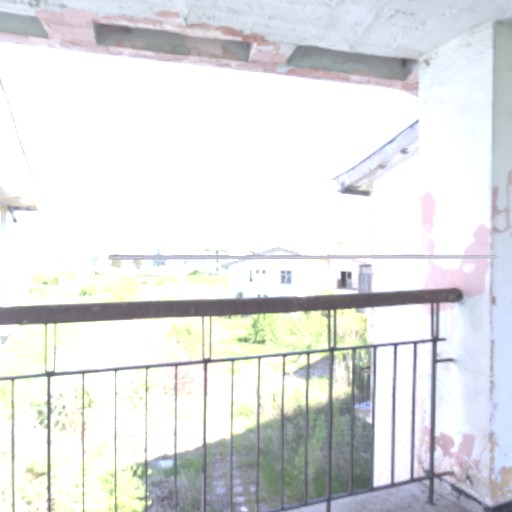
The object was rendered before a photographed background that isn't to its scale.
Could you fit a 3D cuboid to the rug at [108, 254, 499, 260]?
[{"bbox_3d":[0.000,0.000,0.870,0.548,0.006,0.639,0,0,-18],"label":"rug"}]
